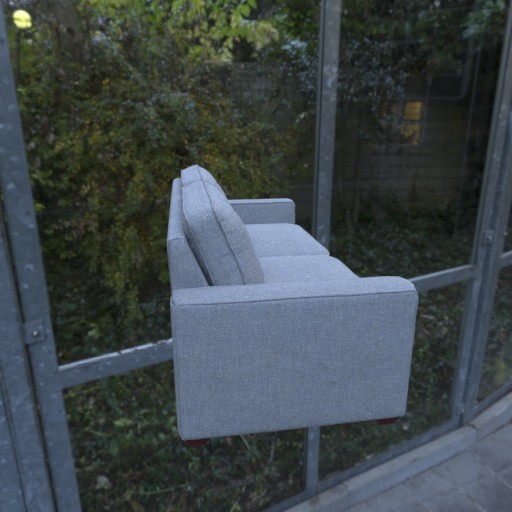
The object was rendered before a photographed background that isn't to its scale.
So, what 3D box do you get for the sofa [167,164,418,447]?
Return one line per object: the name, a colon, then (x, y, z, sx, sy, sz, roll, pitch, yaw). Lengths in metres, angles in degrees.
sofa: (0.000, 0.000, 2.594, 0.945, 0.918, 2.078, -3, 17, -9)
